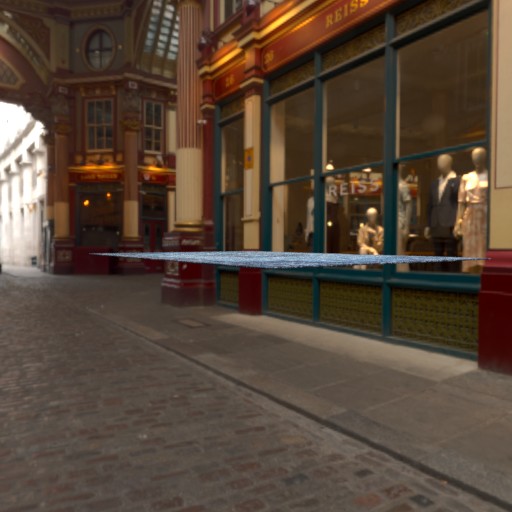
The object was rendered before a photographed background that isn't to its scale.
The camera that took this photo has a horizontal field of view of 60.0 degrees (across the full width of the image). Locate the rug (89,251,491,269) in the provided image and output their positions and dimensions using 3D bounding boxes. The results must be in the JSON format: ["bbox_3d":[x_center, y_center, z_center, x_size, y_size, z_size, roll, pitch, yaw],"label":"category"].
[{"bbox_3d":[0.000,0.000,2.324,1.219,0.005,1.828,-1,2,-35],"label":"rug"}]
